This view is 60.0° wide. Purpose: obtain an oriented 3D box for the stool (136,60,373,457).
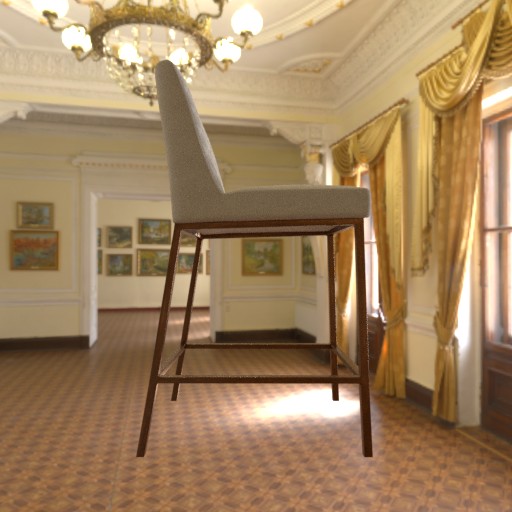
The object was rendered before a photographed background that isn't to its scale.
[{"bbox_3d":[0.000,0.000,1.296,0.576,0.973,0.507,0,-1,0],"label":"stool"}]
